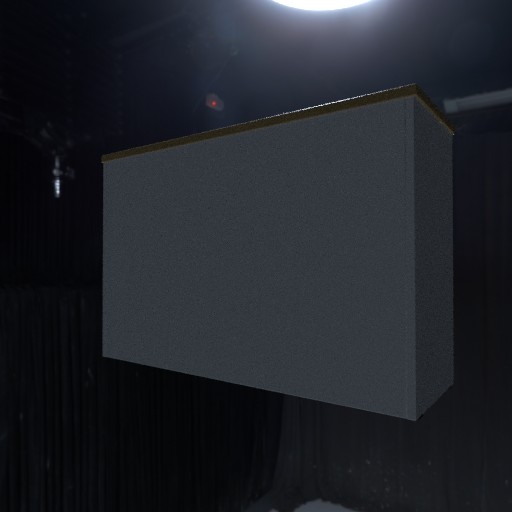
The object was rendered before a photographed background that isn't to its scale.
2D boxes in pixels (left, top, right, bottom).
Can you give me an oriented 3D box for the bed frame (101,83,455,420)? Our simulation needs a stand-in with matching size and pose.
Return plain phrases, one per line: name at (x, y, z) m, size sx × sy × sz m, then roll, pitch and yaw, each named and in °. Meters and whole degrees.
bed frame at (0.000, 0.000, 1.657) m, size 1.300 × 0.850 × 0.430 m, roll -1°, pitch -1°, yaw 36°
